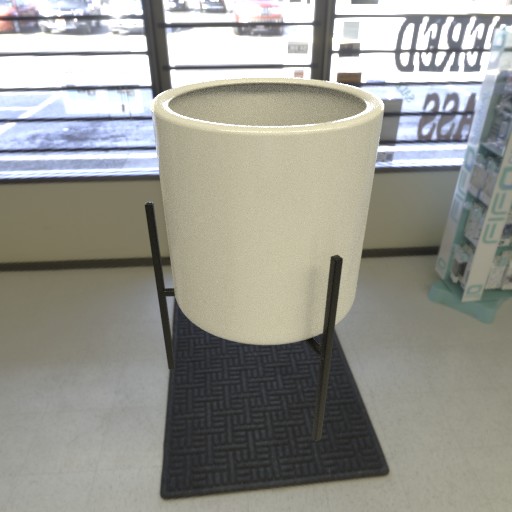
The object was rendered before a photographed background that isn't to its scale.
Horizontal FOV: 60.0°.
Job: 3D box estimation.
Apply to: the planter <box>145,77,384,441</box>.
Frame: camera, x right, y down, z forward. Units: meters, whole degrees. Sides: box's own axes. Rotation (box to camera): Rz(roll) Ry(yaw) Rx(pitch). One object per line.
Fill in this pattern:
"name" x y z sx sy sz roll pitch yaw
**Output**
"planter" 0.000 0.000 0.515 0.239 0.356 0.239 0 32 -1
